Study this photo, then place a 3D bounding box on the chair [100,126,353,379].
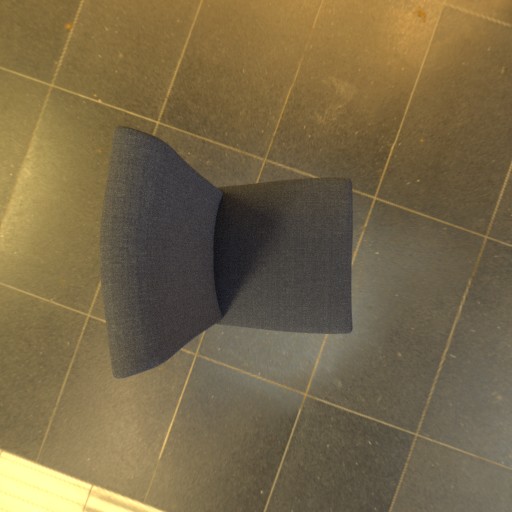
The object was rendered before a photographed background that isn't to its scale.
[{"bbox_3d":[0.000,0.000,1.355,0.608,0.988,0.513,0,89,1],"label":"chair"}]
